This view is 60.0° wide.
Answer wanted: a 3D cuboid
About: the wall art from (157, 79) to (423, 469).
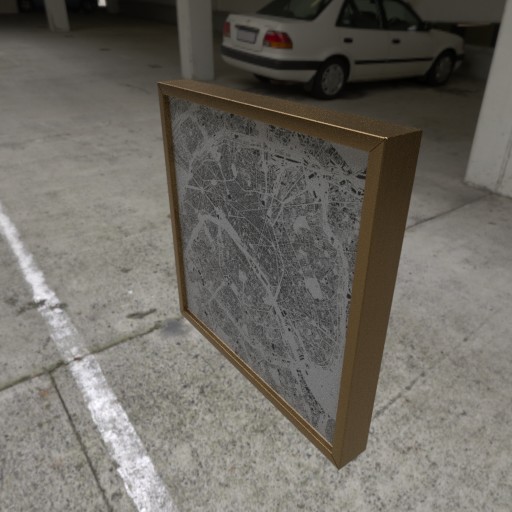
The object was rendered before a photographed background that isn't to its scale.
[{"bbox_3d":[0.000,0.000,0.451,0.037,0.305,0.305,-20,34,-32],"label":"wall art"}]
